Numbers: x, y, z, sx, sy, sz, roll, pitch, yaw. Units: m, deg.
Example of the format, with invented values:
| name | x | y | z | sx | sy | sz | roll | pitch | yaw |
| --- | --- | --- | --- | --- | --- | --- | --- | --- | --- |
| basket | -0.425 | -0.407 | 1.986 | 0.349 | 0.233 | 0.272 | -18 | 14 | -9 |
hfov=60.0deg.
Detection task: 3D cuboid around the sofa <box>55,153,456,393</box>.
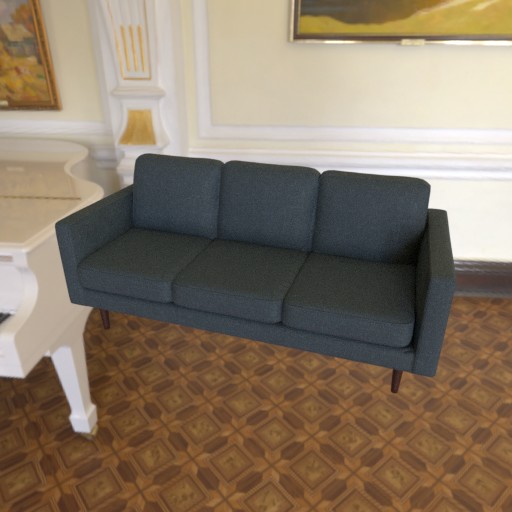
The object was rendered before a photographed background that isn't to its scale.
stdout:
| name | x | y | z | sx | sy | sz | roll | pitch | yaw |
| --- | --- | --- | --- | --- | --- | --- | --- | --- | --- |
| sofa | 0.000 | 0.000 | 2.551 | 2.013 | 0.945 | 0.935 | 8 | 27 | 17 |
